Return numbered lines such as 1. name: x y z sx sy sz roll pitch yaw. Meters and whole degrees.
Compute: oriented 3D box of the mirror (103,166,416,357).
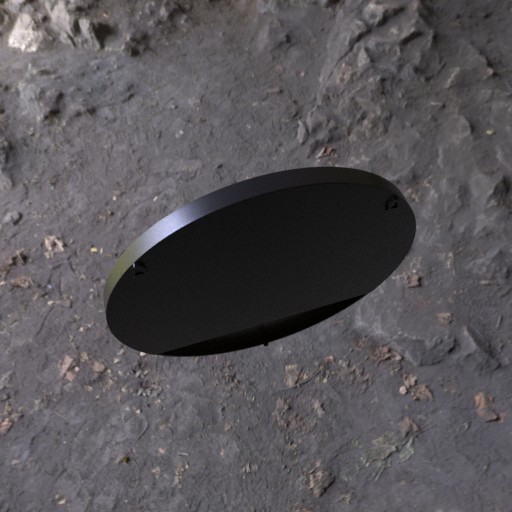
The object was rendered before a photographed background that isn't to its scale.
1. mirror: 0.000 0.000 0.683 0.457 0.457 0.133 -15 60 -9
